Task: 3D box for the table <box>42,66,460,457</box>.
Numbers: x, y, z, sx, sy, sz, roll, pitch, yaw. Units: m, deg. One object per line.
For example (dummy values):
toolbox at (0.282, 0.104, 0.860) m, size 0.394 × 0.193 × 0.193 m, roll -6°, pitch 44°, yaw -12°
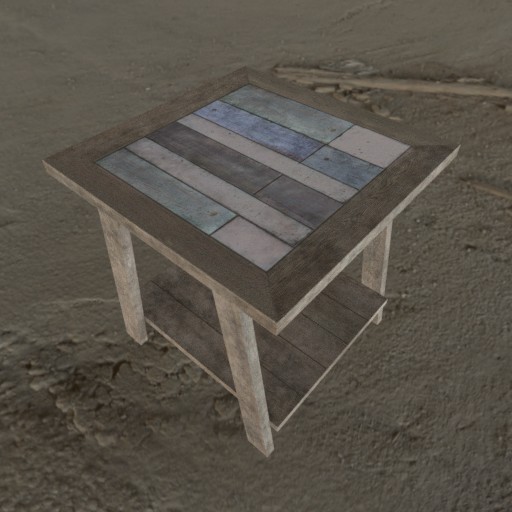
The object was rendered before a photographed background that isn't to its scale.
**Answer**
table at (0.000, 0.000, 1.127) m, size 0.610 × 0.610 × 0.610 m, roll 32°, pitch 53°, yaw 27°
